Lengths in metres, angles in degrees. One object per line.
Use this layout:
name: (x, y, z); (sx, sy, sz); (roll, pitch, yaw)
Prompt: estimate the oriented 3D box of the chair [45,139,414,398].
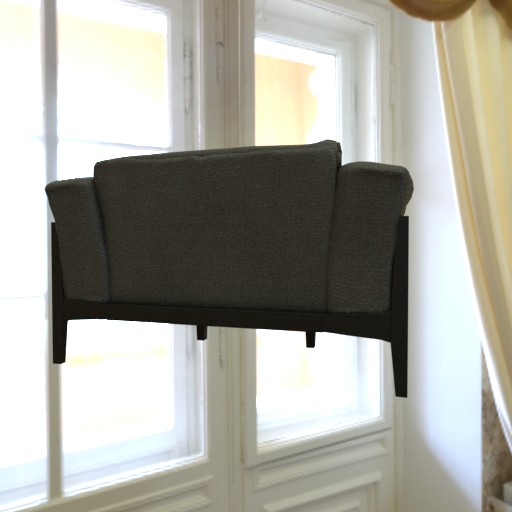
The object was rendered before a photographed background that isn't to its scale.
chair: (0.000, 0.000, 1.626); (1.056, 0.646, 0.969); (0, 2, 17)
